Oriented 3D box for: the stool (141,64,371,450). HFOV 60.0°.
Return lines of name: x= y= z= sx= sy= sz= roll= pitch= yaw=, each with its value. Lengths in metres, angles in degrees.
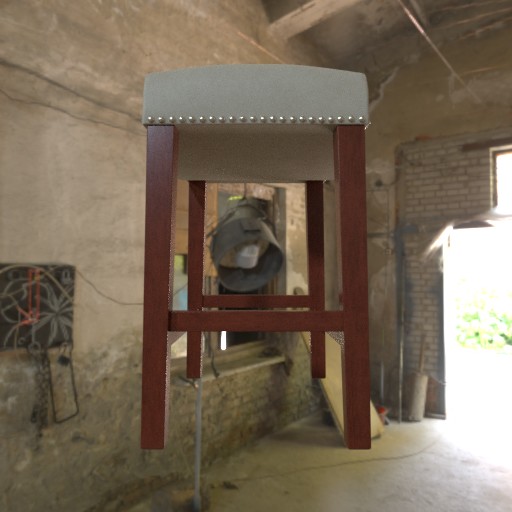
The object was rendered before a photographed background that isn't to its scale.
stool: x=0.000 y=0.000 z=0.955 sx=0.375 sy=0.632 sz=0.509 roll=0 pitch=-2 yaw=0
